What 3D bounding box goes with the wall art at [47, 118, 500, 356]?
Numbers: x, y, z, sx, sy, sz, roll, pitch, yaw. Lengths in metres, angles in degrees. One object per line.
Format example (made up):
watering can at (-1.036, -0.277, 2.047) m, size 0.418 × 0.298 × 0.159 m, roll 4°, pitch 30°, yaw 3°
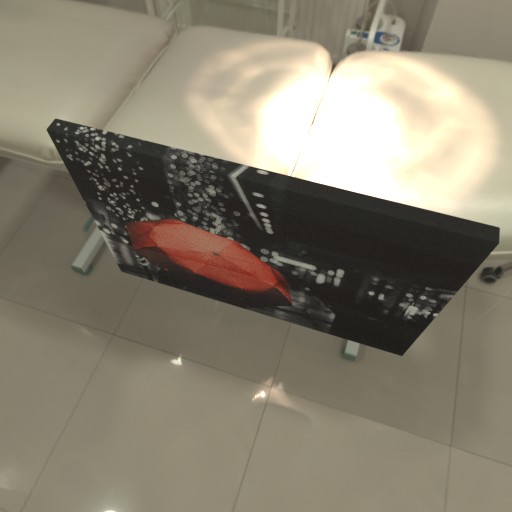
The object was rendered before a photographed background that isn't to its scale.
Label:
wall art at (0.000, 0.000, 1.123) m, size 0.914 × 0.609 × 0.038 m, roll 16°, pitch 60°, yaw 9°
